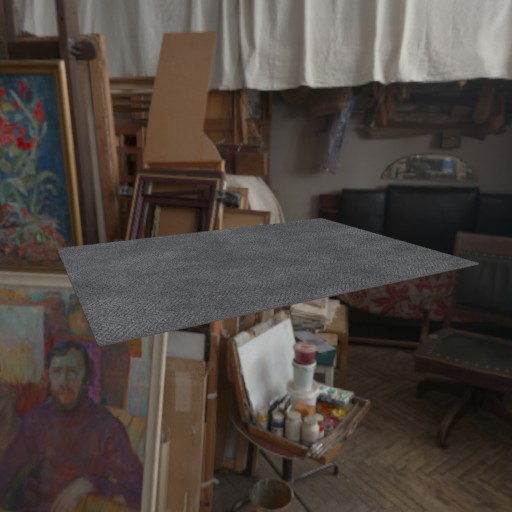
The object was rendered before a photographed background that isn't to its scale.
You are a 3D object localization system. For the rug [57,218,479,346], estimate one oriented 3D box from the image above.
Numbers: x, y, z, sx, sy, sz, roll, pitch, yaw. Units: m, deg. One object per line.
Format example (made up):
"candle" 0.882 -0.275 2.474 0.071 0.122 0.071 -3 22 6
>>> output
"rug" 0.000 0.000 2.872 2.235 0.008 1.600 -9 18 -27
